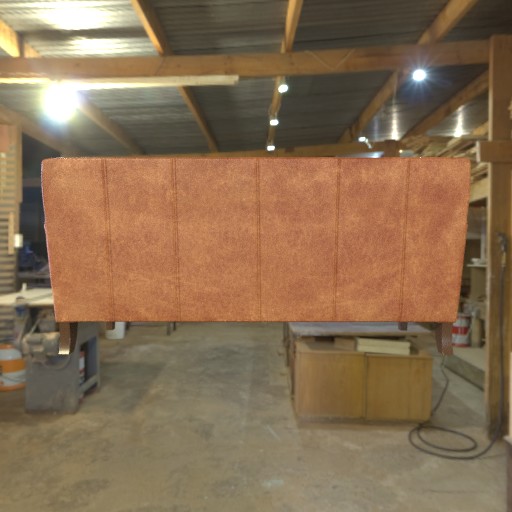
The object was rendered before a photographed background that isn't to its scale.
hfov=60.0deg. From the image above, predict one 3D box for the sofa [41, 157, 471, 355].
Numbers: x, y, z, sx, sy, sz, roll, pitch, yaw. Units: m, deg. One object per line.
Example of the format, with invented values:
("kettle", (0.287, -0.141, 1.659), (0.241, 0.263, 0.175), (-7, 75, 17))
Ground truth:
("sofa", (0.000, 0.000, 2.497), (2.053, 0.947, 0.805), (0, 1, 0))
